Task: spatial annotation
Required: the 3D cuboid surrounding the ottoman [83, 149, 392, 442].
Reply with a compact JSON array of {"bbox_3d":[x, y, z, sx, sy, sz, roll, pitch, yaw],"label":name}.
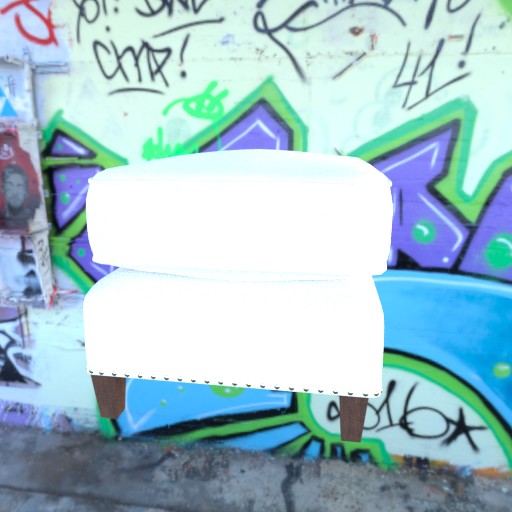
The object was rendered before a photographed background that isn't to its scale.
[{"bbox_3d":[0.000,0.000,1.144,0.589,0.537,0.738,2,15,8],"label":"ottoman"}]
